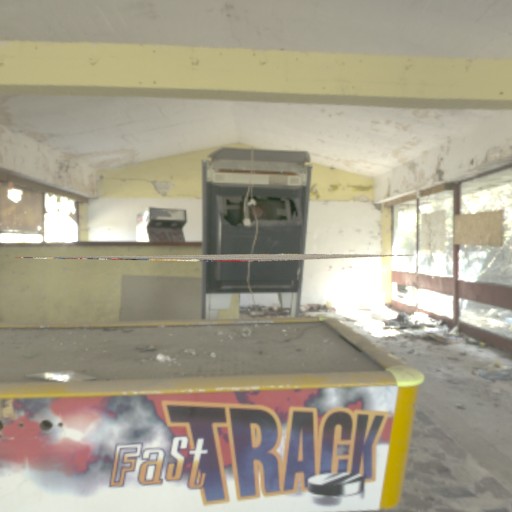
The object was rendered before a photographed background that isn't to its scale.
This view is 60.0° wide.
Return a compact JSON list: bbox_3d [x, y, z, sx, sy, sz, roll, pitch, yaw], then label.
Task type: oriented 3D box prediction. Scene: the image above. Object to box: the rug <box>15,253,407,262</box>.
[{"bbox_3d":[0.000,0.000,2.943,1.465,0.012,2.465,1,1,34],"label":"rug"}]
